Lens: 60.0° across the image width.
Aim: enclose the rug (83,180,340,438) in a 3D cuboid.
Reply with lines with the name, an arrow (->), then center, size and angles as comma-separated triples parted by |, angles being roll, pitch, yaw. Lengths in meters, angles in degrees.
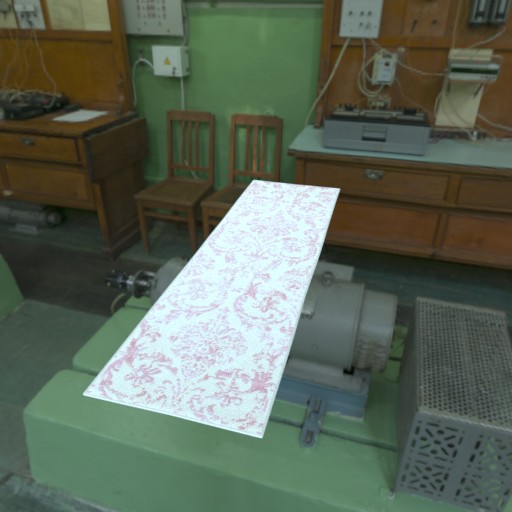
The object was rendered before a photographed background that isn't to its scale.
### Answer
rug -> 0.000, 0.000, 2.403 | 0.662, 0.011, 2.196 | 8, 31, 14
